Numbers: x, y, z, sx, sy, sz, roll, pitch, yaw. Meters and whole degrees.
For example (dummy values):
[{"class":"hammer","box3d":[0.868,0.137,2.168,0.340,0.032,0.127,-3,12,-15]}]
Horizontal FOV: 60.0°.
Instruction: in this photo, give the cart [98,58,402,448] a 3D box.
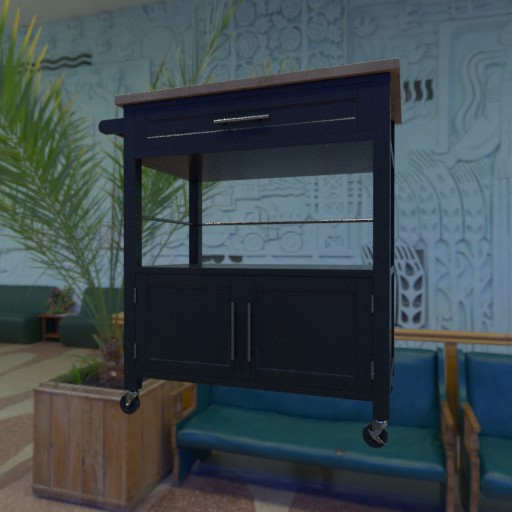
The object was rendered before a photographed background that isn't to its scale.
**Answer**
[{"class":"cart","box3d":[0.000,0.000,1.353,0.840,0.901,0.459,0,0,19]}]
